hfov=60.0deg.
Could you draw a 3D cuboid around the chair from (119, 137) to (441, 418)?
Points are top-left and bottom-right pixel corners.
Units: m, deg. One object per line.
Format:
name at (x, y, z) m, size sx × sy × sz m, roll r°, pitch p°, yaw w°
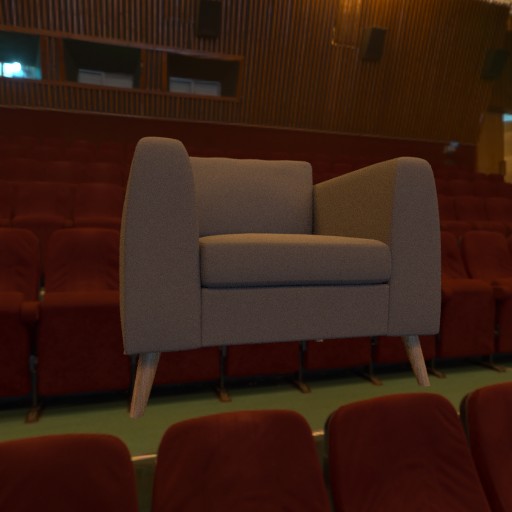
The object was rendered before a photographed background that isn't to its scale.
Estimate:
chair at (0.000, 0.000, 1.708) m, size 1.000 × 0.860 × 0.930 m, roll 0°, pitch 0°, yaw -18°
